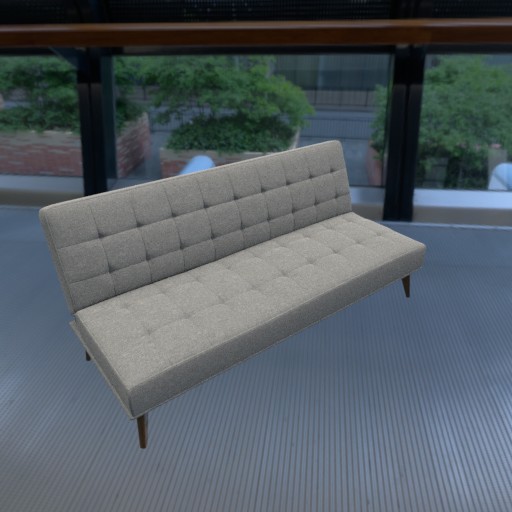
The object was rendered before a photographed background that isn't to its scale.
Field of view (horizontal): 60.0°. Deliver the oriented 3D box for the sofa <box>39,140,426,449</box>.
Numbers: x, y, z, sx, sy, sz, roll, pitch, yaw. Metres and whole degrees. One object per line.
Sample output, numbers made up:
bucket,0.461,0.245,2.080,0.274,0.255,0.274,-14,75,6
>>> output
sofa,0.000,0.000,2.298,1.800,0.810,0.860,-21,35,-32
